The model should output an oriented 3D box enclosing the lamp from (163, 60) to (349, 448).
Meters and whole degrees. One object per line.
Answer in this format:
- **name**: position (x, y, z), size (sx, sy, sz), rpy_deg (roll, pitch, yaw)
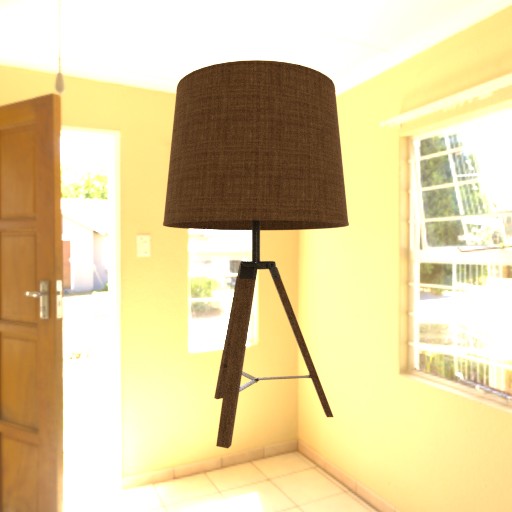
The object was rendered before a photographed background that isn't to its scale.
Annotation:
- **lamp**: position (0.000, 0.000, 0.705), size (0.290, 0.514, 0.290), rpy_deg (0, 1, 0)
